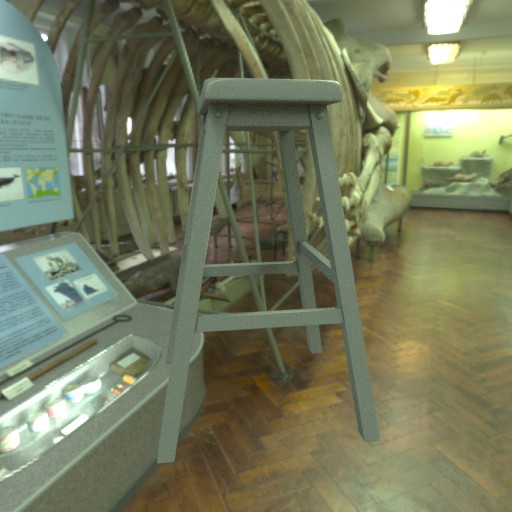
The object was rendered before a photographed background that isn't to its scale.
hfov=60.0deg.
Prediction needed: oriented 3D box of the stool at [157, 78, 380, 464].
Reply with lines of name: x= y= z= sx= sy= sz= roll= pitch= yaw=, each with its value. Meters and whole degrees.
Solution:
stool: x=0.000 y=0.000 z=1.061 sx=0.476 sy=0.737 sz=0.457 roll=-2 pitch=14 yaw=-8
